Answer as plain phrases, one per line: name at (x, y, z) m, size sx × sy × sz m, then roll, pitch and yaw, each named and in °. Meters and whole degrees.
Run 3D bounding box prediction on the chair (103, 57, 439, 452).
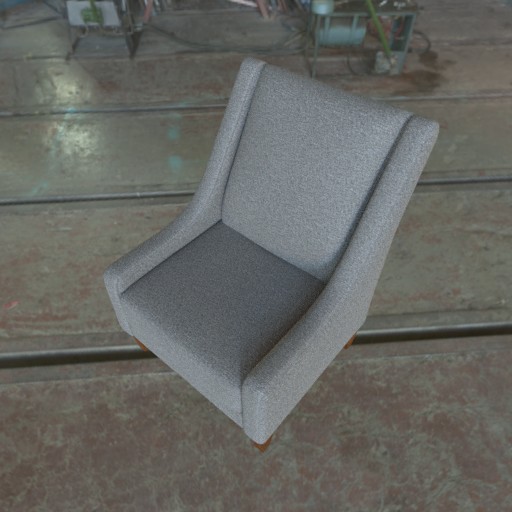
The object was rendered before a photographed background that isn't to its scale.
chair at (0.000, 0.000, 1.619) m, size 0.774 × 1.016 × 0.870 m, roll 31°, pitch 53°, yaw 27°
